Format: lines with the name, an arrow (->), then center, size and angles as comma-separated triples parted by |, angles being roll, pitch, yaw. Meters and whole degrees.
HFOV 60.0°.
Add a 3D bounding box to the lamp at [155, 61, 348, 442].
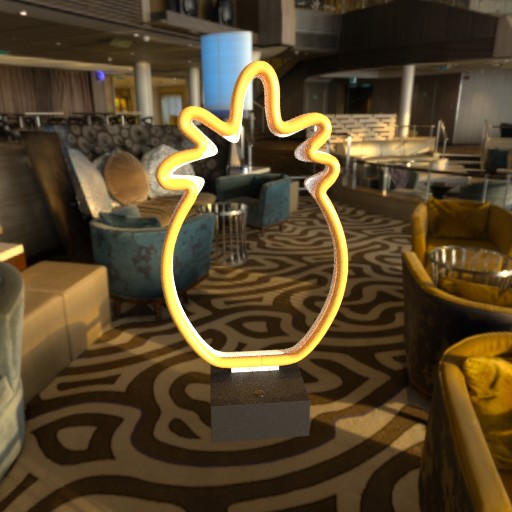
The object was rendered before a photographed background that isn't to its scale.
lamp -> 0.000, 0.000, 0.391 | 0.167, 0.317, 0.088 | -2, 18, -5
